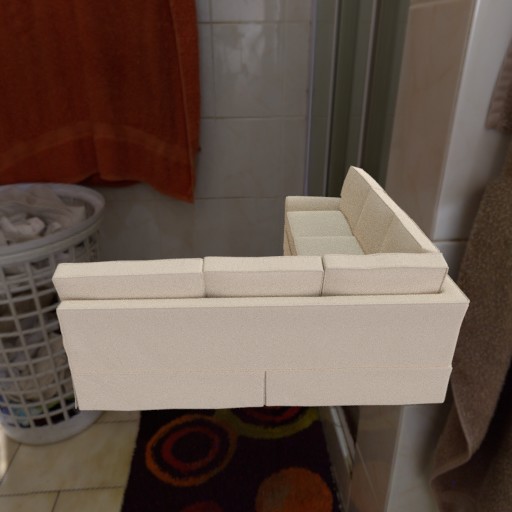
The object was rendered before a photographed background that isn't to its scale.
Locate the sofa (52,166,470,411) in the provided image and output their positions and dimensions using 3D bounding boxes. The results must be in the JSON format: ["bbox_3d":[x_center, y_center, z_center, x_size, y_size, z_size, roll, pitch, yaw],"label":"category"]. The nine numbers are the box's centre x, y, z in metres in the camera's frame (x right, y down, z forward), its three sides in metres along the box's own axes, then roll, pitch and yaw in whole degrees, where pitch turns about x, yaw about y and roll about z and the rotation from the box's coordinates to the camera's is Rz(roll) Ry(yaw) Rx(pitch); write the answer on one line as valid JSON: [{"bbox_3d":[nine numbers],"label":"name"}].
[{"bbox_3d":[0.000,0.000,3.986,2.597,1.070,2.591,-1,26,-1],"label":"sofa"}]
